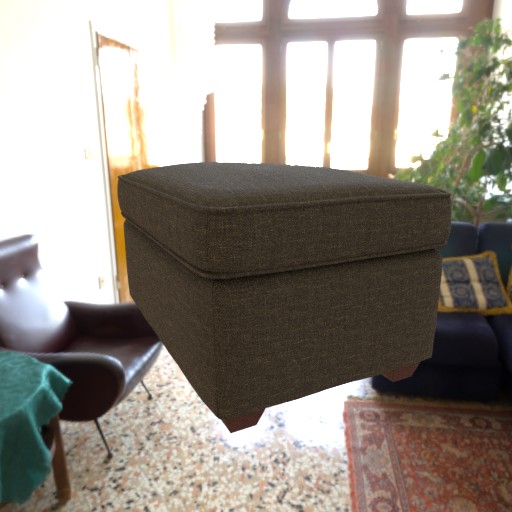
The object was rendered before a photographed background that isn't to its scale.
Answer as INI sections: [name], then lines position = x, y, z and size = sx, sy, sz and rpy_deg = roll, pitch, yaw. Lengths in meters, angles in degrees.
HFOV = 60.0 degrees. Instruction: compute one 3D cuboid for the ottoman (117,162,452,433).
[ottoman]
position = 0.000, 0.000, 1.113
size = 0.549, 0.450, 0.749
rpy_deg = -7, 17, -26
